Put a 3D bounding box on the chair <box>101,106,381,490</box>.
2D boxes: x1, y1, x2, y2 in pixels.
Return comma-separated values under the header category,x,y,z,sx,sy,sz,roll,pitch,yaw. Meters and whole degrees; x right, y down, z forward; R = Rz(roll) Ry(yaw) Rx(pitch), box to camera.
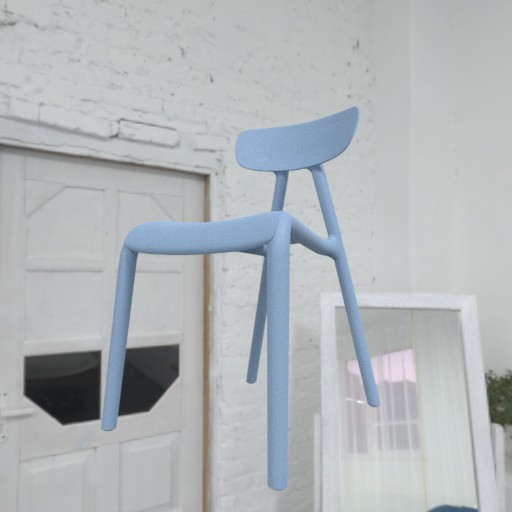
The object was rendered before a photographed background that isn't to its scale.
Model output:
category,x,y,z,sx,sy,sz,roll,pitch,yaw
chair,0.000,0.000,0.800,0.356,0.580,0.401,-1,-2,35
